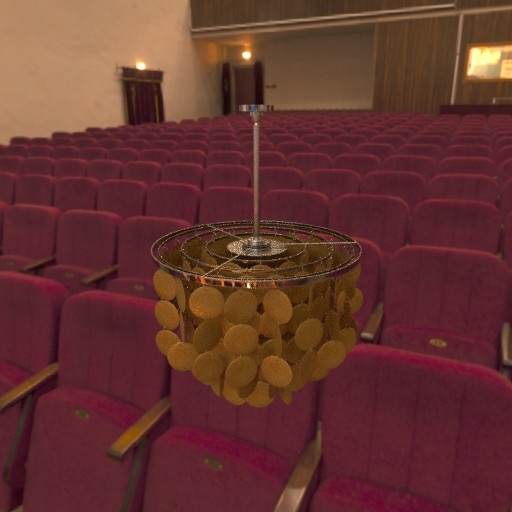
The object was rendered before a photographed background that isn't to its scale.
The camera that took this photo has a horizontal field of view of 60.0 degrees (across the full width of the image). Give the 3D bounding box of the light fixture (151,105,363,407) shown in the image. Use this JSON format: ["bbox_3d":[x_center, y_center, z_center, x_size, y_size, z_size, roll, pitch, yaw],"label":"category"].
[{"bbox_3d":[0.000,0.000,0.763,0.368,0.492,0.368,0,18,0],"label":"light fixture"}]
